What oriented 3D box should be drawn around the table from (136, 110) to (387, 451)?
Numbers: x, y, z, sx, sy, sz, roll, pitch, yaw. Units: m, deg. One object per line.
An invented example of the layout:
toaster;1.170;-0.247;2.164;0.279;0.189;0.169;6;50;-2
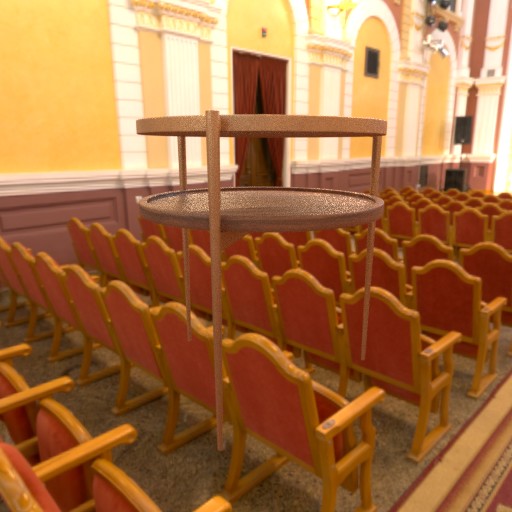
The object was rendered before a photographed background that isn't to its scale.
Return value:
table;0.000;0.000;0.839;0.456;0.493;0.430;14;20;43
